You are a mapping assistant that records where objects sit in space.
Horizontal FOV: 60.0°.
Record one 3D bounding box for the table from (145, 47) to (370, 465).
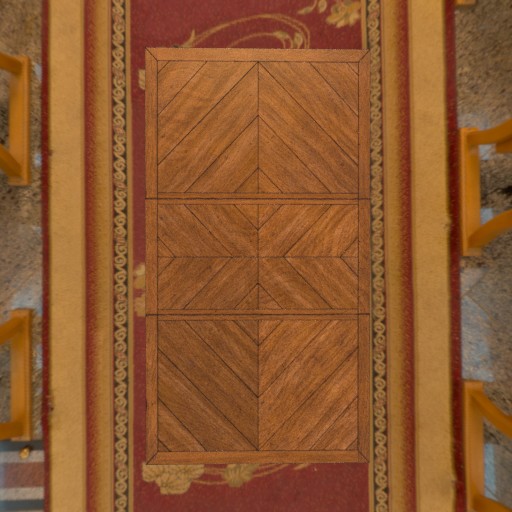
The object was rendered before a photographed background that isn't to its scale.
[{"bbox_3d":[0.000,0.000,1.871,0.757,0.760,1.400,0,90,-1],"label":"table"}]
